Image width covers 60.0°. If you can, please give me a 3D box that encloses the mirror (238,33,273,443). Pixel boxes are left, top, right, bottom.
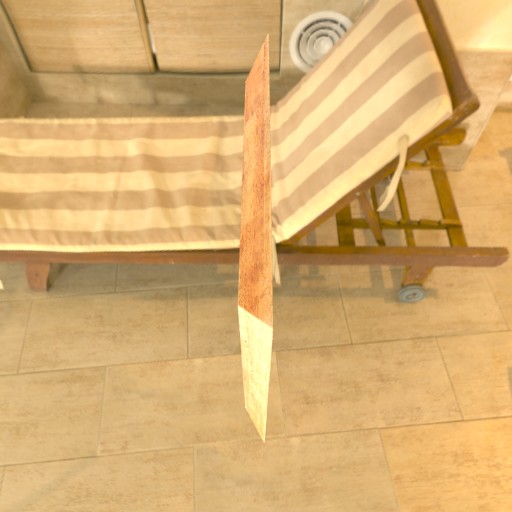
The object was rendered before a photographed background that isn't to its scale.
[{"bbox_3d":[0.000,0.000,0.984,0.047,0.651,0.651,0,56,0],"label":"mirror"}]
